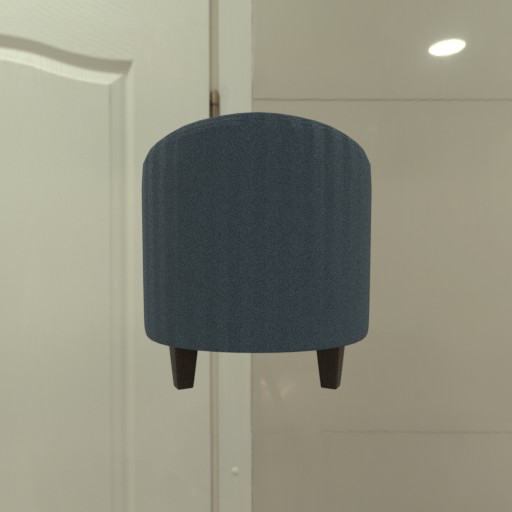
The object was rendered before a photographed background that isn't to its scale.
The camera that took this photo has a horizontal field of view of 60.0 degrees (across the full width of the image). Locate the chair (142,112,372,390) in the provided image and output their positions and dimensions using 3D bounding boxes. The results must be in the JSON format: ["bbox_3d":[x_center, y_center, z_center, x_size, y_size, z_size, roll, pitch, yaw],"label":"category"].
[{"bbox_3d":[0.000,0.000,1.772,0.756,0.757,1.288,0,1,0],"label":"chair"}]
